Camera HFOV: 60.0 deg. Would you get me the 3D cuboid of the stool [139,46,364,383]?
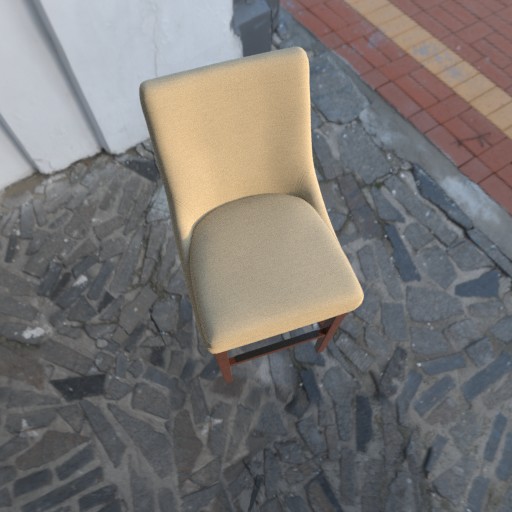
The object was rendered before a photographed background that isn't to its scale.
[{"bbox_3d":[0.000,0.000,1.425,0.470,1.078,0.577,-16,65,-8],"label":"stool"}]
